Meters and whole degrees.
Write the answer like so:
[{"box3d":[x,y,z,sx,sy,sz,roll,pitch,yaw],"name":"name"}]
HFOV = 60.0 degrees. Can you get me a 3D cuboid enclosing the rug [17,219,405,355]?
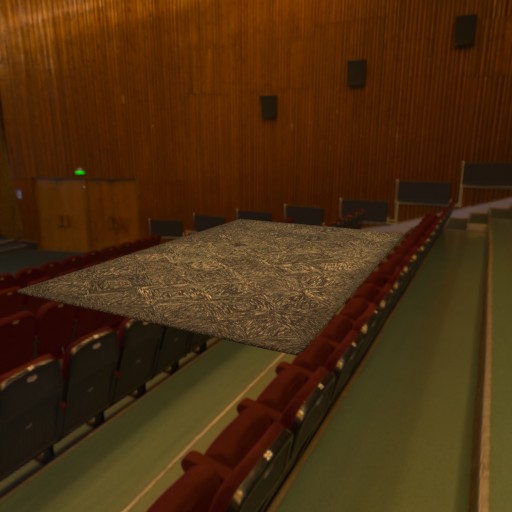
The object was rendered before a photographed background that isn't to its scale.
[{"box3d":[0.000,0.000,2.171,1.139,0.010,1.754,7,16,26],"name":"rug"}]
